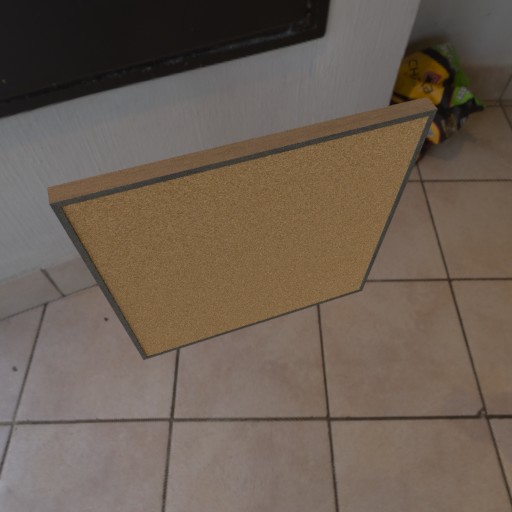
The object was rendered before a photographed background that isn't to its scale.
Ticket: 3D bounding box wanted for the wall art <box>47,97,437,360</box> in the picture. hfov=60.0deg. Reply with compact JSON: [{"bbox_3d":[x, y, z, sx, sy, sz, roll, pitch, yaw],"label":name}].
[{"bbox_3d":[0.000,0.000,1.149,0.758,0.758,0.039,-16,58,-10],"label":"wall art"}]
